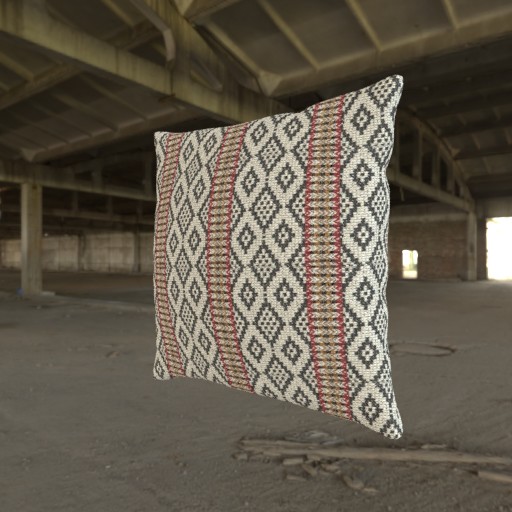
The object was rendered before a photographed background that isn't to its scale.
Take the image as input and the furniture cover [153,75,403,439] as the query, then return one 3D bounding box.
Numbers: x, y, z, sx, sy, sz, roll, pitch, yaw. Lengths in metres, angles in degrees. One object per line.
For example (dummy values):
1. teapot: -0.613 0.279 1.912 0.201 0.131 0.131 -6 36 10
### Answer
1. furniture cover: 0.000 0.000 0.761 0.503 0.506 0.182 0 0 37
